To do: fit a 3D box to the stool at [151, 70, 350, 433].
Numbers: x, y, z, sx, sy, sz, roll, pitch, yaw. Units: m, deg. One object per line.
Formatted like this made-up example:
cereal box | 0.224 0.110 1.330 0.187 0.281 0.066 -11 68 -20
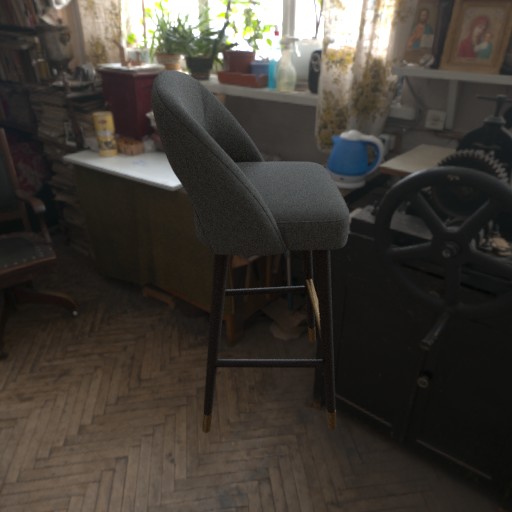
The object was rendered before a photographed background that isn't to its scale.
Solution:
stool | 0.000 0.000 1.411 0.524 1.089 0.536 -1 30 -2
